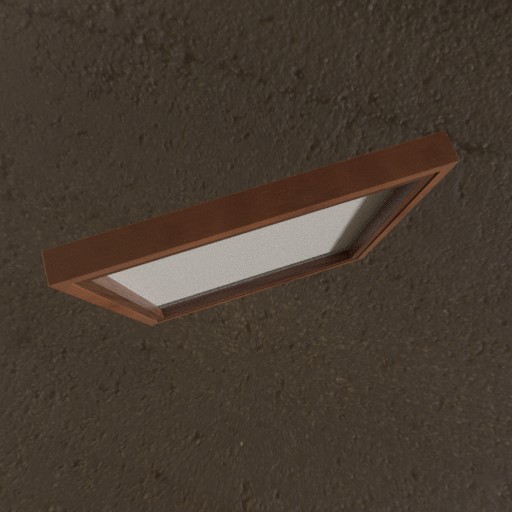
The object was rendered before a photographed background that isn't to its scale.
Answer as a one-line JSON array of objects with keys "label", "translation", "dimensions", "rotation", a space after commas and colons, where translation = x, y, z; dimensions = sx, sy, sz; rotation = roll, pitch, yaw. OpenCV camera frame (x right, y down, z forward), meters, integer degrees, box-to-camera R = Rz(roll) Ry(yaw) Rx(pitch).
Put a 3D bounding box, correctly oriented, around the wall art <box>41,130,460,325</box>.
[{"label": "wall art", "translation": [0.000, 0.000, 0.613], "dimensions": [0.403, 0.403, 0.035], "rotation": [-17, 77, -4]}]
